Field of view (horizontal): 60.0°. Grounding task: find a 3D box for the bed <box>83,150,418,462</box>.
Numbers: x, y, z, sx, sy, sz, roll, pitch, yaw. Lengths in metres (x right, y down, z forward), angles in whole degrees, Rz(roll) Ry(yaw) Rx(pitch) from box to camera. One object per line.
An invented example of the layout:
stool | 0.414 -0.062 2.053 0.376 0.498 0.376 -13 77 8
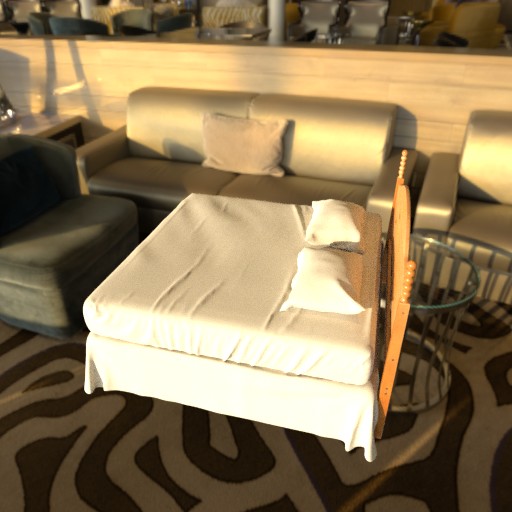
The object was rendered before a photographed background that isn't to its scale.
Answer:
bed | 0.000 0.000 3.588 2.219 1.355 2.322 8 32 13
